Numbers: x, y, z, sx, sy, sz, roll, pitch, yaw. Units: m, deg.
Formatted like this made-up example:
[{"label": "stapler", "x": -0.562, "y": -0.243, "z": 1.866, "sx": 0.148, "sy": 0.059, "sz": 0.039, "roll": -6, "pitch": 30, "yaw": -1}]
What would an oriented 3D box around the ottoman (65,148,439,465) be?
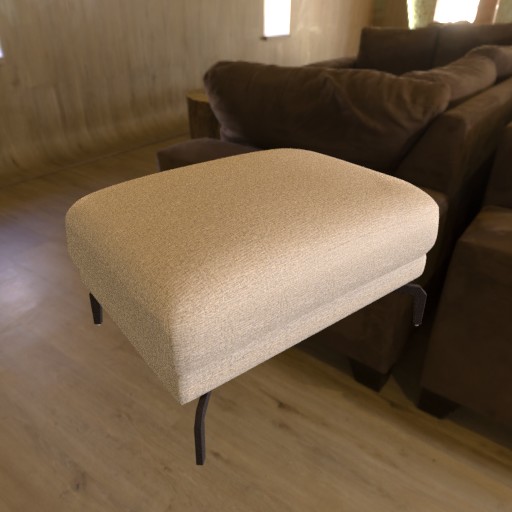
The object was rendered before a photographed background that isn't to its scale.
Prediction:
[{"label": "ottoman", "x": 0.000, "y": 0.000, "z": 1.108, "sx": 0.772, "sy": 0.420, "sz": 0.568, "roll": -21, "pitch": 36, "yaw": -32}]
